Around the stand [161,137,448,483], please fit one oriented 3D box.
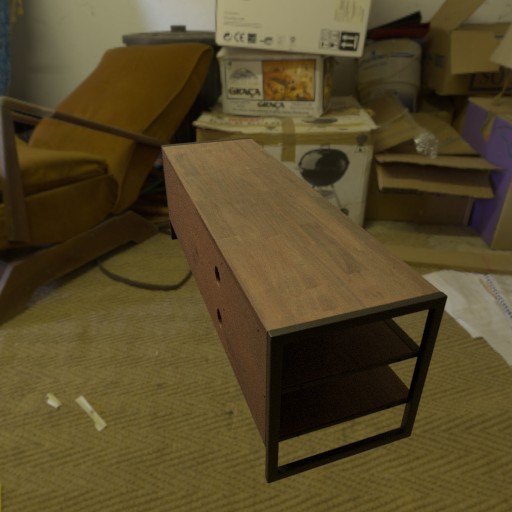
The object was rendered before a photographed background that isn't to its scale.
[{"bbox_3d":[0.000,0.000,1.720,0.454,0.506,1.480,-10,32,-17],"label":"stand"}]
